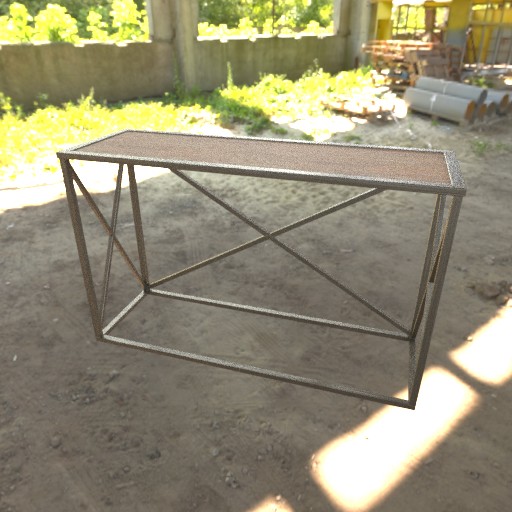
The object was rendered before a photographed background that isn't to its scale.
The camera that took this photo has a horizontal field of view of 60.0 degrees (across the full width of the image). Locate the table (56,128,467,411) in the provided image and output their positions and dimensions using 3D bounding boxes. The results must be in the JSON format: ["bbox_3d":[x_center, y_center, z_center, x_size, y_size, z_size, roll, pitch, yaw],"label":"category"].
[{"bbox_3d":[0.000,0.000,1.593,1.216,0.753,0.402,8,28,16],"label":"table"}]
